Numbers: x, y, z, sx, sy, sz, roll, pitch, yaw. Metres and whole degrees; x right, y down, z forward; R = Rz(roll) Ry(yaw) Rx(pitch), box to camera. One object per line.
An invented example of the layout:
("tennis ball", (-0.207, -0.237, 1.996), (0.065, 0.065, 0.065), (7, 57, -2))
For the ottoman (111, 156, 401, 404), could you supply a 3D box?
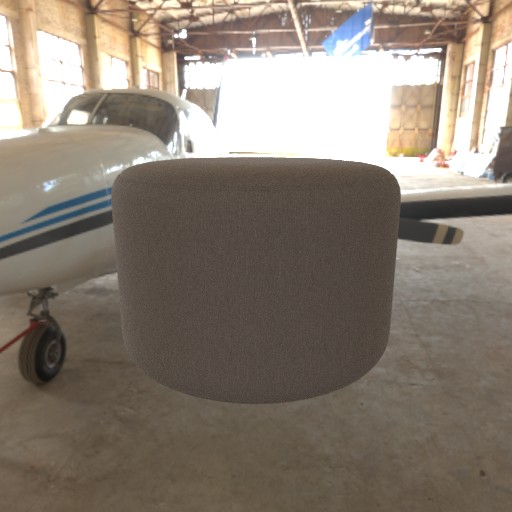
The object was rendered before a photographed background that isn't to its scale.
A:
("ottoman", (0.000, 0.000, 1.011), (0.608, 0.433, 0.608), (0, 15, 0))
